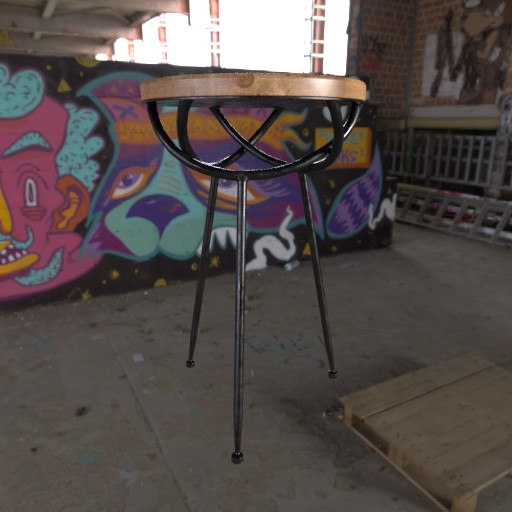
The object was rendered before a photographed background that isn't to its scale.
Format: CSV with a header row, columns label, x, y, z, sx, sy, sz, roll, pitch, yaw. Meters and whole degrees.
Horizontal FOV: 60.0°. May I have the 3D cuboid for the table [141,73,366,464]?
label,x,y,z,sx,sy,sz,roll,pitch,yaw
table,0.000,0.000,0.919,0.418,0.664,0.414,-3,17,-8
